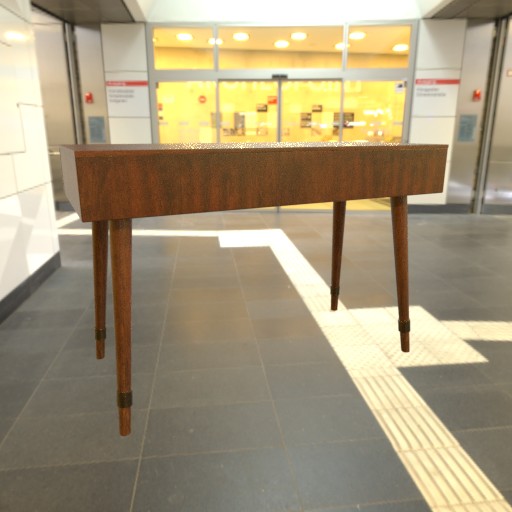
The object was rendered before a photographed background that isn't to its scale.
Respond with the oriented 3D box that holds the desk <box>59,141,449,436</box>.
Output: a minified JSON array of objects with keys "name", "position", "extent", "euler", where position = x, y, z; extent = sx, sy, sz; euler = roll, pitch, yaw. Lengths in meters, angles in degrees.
[{"name":"desk","position":[0.000,0.000,2.113],"extent":[1.577,1.031,0.734],"euler":[-8,17,-26]}]
